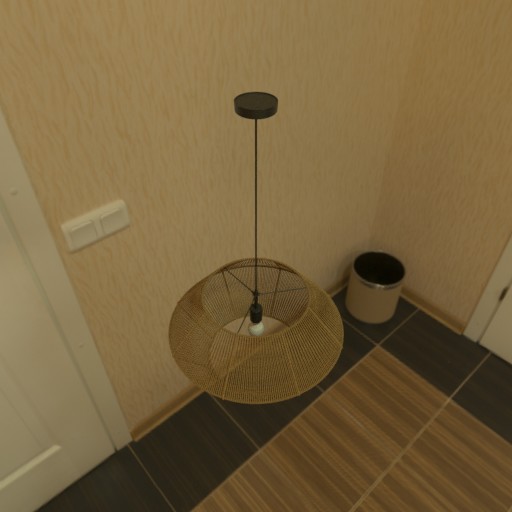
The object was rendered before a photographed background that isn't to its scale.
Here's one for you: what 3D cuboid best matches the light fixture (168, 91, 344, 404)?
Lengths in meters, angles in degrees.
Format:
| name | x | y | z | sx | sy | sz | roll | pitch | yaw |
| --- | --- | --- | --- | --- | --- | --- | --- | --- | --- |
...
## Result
| name | x | y | z | sx | sy | sz | roll | pitch | yaw |
| --- | --- | --- | --- | --- | --- | --- | --- | --- | --- |
| light fixture | 0.000 | 0.000 | 1.406 | 0.643 | 1.009 | 0.643 | 0 | 42 | 0 |
